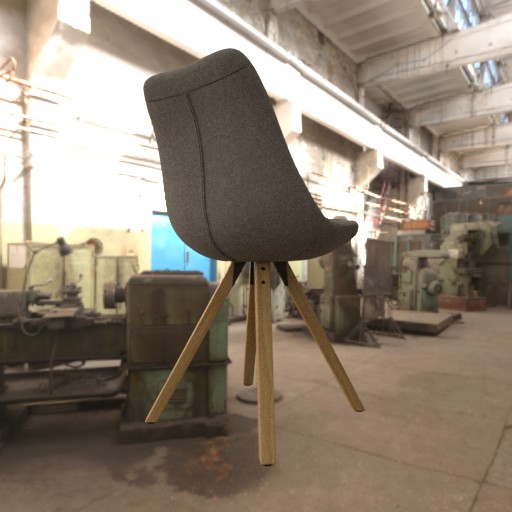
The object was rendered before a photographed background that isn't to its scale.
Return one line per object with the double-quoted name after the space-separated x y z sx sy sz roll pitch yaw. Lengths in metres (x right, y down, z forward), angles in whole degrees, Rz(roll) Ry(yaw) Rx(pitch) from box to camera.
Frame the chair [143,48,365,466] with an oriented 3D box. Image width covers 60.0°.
0.000 0.000 1.198 0.483 0.865 0.550 0 0 38 "chair"
